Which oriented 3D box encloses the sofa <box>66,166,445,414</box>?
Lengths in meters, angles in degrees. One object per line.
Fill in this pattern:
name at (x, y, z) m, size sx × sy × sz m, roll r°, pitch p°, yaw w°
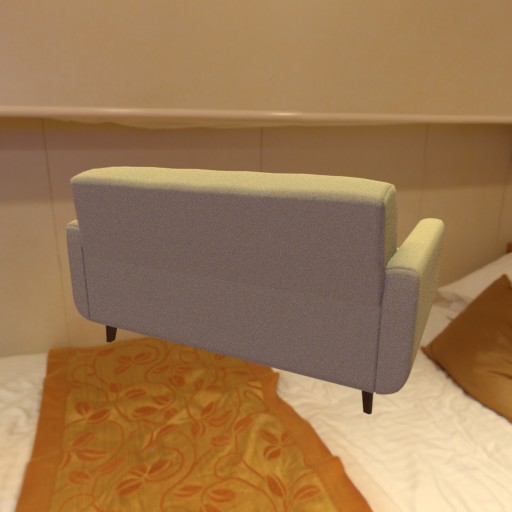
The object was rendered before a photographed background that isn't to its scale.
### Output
sofa at (0.000, 0.000, 2.216) m, size 1.655 × 0.892 × 0.980 m, roll 8°, pitch 17°, yaw 26°
